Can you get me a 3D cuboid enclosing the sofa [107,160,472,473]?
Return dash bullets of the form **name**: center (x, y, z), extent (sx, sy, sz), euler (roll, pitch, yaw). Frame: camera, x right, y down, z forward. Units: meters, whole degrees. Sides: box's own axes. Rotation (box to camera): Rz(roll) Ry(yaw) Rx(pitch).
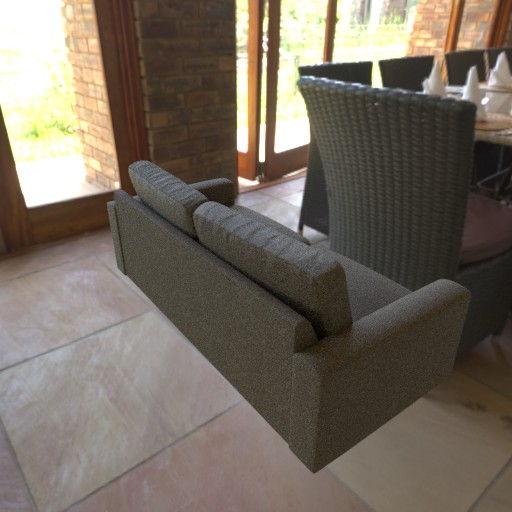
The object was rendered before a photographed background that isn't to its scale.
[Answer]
- **sofa**: center (0.000, 0.000, 2.662), extent (1.016, 0.873, 2.179), euler (-19, 33, -32)
